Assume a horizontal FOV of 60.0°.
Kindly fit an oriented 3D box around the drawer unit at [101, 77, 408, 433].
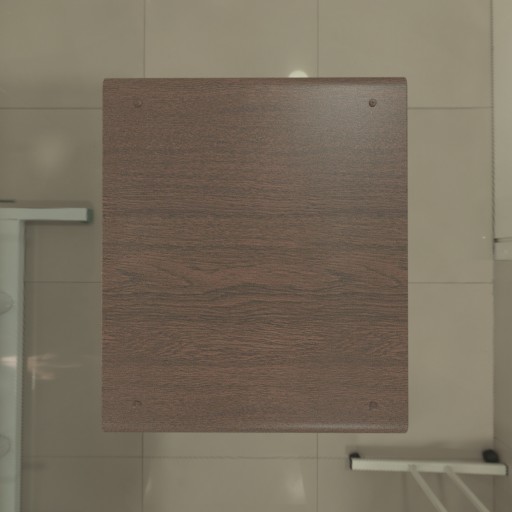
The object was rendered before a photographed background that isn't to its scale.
[{"bbox_3d":[0.000,0.000,0.590,0.290,0.344,0.344,0,89,1],"label":"drawer unit"}]
